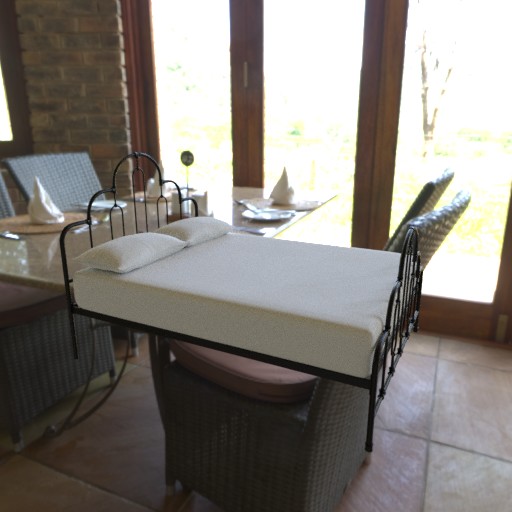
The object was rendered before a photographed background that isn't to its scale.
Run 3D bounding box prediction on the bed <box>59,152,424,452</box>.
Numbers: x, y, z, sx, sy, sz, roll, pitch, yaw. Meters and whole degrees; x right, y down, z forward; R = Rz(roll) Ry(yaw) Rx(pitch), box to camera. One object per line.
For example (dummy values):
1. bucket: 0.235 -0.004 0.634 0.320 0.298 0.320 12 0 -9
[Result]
1. bed: 0.000 0.000 3.258 2.181 1.444 1.626 8 18 26
